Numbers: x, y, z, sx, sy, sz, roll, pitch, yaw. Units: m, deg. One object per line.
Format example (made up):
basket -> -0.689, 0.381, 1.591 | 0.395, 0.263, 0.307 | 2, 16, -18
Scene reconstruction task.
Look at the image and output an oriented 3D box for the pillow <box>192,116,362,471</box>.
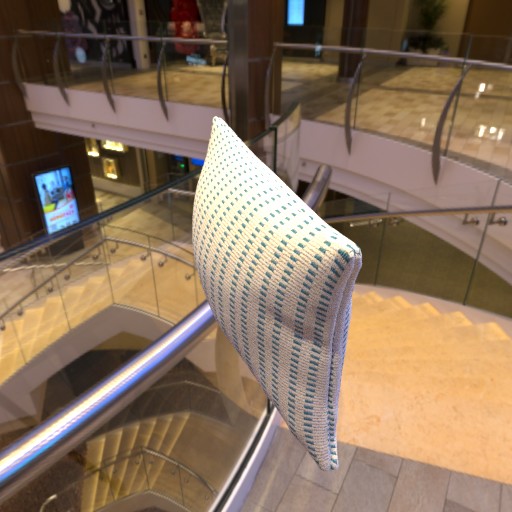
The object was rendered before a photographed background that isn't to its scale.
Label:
pillow -> 0.000, 0.000, 0.786 | 0.210, 0.353, 0.640 | -9, 31, -15
